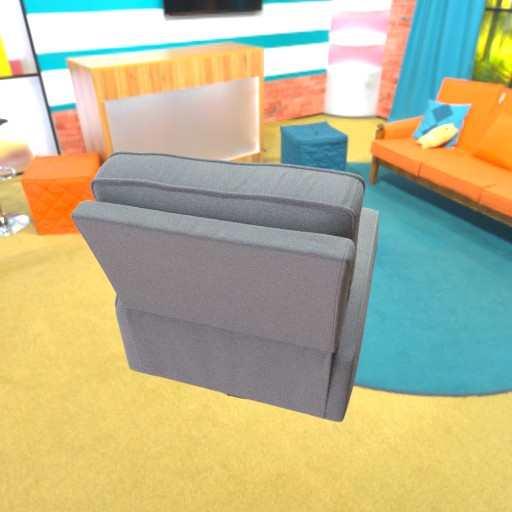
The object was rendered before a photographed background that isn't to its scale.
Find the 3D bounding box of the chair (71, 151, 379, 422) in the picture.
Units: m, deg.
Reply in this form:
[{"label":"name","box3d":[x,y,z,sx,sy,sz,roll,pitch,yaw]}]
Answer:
[{"label":"chair","box3d":[0.000,0.000,1.662,0.861,0.964,0.969,10,34,15]}]
